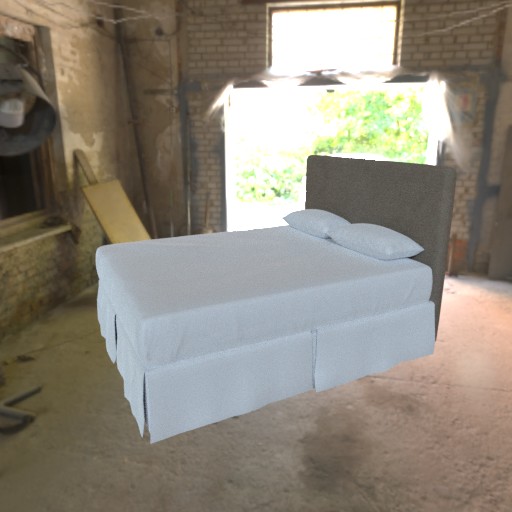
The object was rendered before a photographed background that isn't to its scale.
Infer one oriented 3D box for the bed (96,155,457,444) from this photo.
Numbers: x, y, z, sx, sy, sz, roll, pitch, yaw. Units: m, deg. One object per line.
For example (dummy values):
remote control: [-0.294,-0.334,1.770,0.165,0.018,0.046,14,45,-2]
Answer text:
bed: [0.000,0.000,3.240,2.142,1.330,1.723,-8,18,-26]
